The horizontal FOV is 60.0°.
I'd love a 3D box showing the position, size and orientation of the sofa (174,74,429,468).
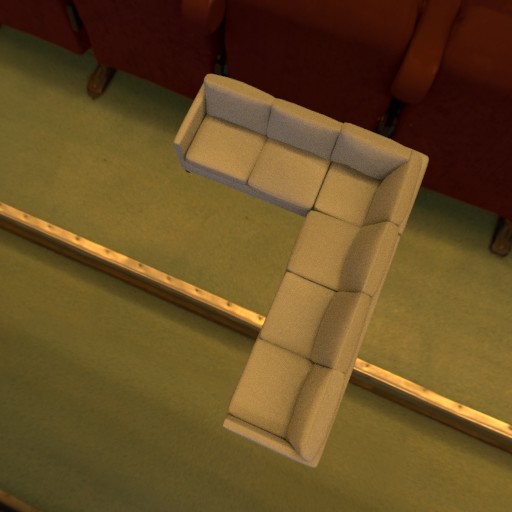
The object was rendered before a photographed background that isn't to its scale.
[{"bbox_3d":[0.000,0.000,4.595,2.592,0.947,3.301,22,77,6],"label":"sofa"}]
